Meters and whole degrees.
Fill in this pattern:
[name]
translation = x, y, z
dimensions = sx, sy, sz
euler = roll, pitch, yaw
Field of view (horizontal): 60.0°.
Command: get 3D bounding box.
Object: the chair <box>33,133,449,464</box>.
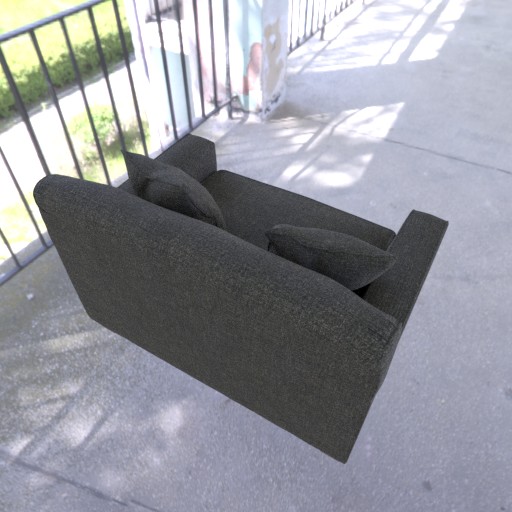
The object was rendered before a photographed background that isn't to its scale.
[chair]
translation = 0.000, 0.000, 1.966
dimensions = 1.383, 0.948, 1.000
euler = 23, 51, 20
